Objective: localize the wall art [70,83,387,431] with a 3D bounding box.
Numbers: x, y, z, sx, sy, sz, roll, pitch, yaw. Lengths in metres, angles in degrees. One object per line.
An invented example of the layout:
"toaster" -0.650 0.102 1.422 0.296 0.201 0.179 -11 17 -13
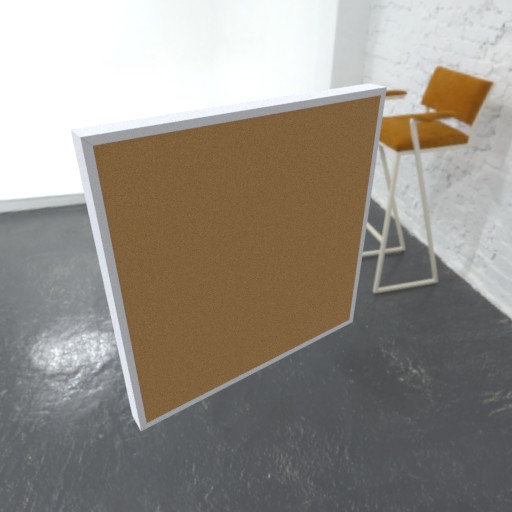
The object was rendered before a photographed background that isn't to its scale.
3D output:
"wall art" 0.000 0.000 0.768 0.509 0.509 0.040 -20 37 -29
